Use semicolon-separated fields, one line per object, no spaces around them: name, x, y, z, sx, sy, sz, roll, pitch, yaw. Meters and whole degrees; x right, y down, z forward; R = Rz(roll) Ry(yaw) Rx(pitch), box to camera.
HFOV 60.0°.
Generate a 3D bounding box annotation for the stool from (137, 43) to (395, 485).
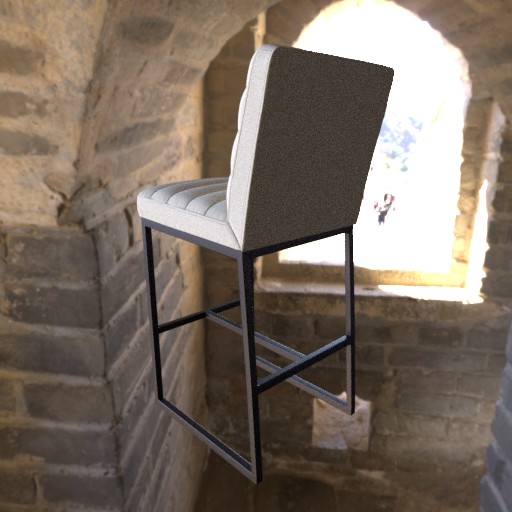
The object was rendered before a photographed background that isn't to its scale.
stool;0.000;0.000;1.299;0.460;1.040;0.560;-15;21;-42
